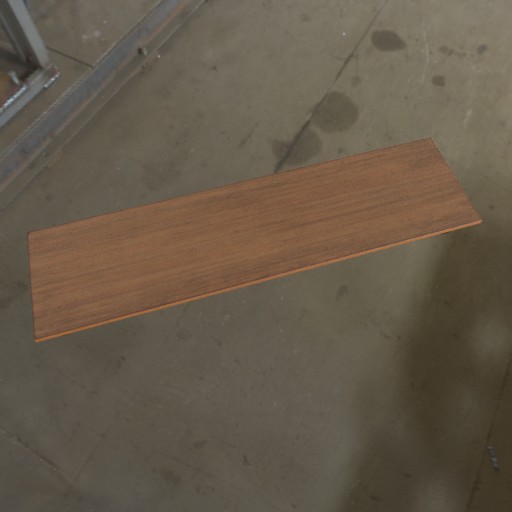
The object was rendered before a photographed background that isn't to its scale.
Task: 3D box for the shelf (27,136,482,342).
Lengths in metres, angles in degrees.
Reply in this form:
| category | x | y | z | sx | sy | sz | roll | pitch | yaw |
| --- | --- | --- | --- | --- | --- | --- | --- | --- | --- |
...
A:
| category | x | y | z | sx | sy | sz | roll | pitch | yaw |
| --- | --- | --- | --- | --- | --- | --- | --- | --- | --- |
| shelf | 0.000 | 0.000 | 0.723 | 0.636 | 0.190 | 0.166 | -15 | 64 | -7 |
